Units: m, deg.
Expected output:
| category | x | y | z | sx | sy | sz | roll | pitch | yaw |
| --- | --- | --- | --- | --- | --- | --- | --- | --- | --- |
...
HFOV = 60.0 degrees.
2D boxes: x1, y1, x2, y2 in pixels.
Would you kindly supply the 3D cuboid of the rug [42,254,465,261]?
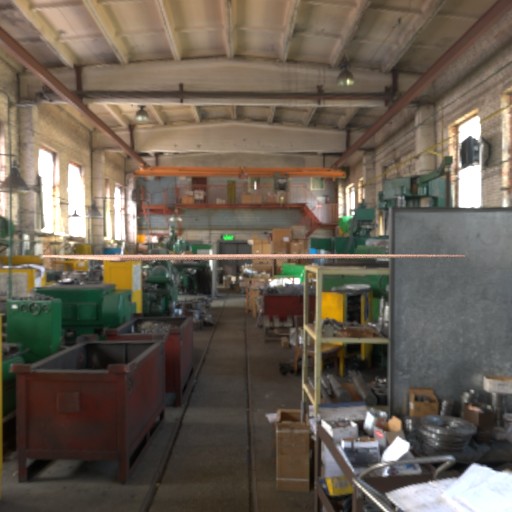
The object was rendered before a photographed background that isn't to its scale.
| category | x | y | z | sx | sy | sz | roll | pitch | yaw |
| --- | --- | --- | --- | --- | --- | --- | --- | --- | --- |
| rug | 0.000 | 0.000 | 2.995 | 2.390 | 0.015 | 1.609 | 0 | 1 | -35 |
